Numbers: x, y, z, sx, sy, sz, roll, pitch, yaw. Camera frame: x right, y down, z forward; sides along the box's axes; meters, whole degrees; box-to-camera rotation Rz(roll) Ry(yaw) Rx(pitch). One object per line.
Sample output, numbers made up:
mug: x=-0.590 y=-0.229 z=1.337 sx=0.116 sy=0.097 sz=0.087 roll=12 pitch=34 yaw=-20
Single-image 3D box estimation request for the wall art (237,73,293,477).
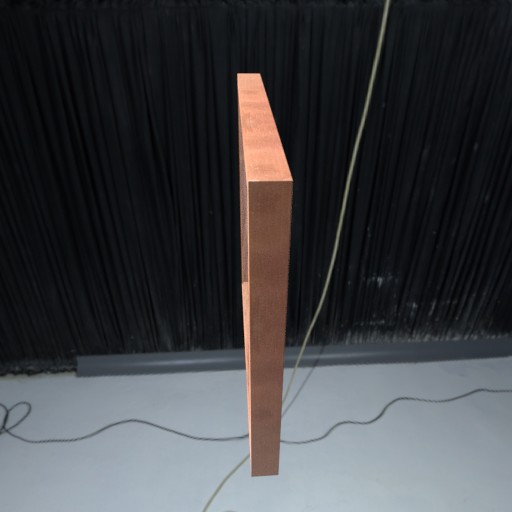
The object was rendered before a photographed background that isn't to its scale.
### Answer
wall art: x=0.000 y=0.000 z=0.619 sx=0.035 sy=0.403 sz=0.403 roll=-2 pitch=33 yaw=-3
